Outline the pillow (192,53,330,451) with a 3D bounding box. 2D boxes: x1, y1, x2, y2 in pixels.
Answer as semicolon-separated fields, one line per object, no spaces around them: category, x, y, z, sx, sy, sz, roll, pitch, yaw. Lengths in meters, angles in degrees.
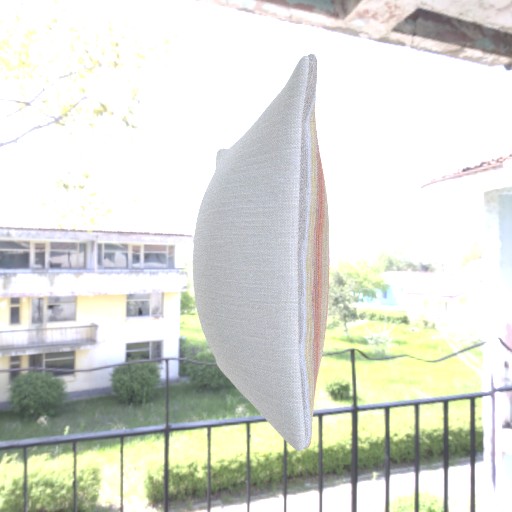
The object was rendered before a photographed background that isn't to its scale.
pillow;0.000;0.000;0.701;0.191;0.449;0.451;0;0;-17
